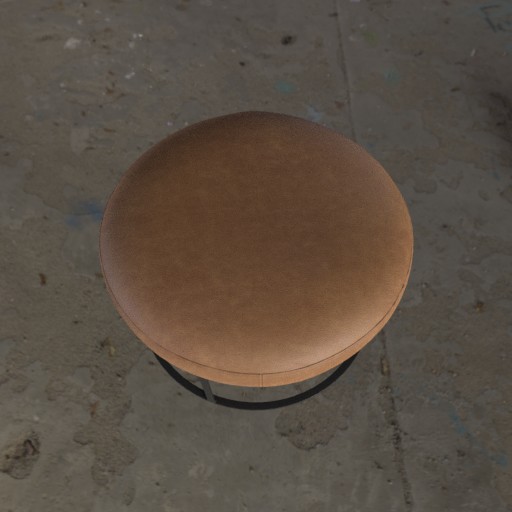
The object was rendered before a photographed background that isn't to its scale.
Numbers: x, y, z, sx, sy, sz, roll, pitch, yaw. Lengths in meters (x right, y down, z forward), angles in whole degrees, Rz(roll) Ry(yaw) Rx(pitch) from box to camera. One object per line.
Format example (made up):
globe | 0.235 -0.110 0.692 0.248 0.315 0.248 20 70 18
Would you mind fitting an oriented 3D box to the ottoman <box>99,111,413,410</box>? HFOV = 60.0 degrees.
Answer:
ottoman | 0.000 0.000 1.234 0.771 0.460 0.771 0 59 0
